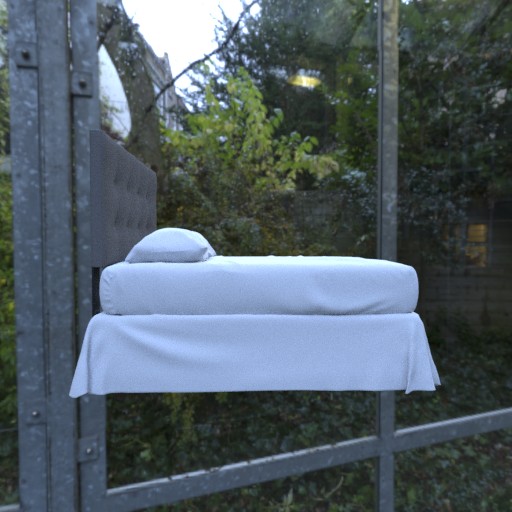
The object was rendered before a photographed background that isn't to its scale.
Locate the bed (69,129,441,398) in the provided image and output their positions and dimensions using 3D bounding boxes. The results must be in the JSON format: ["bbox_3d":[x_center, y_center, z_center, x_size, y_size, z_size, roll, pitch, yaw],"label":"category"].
[{"bbox_3d":[0.000,0.000,3.506,2.222,1.577,1.936,0,2,-2],"label":"bed"}]
